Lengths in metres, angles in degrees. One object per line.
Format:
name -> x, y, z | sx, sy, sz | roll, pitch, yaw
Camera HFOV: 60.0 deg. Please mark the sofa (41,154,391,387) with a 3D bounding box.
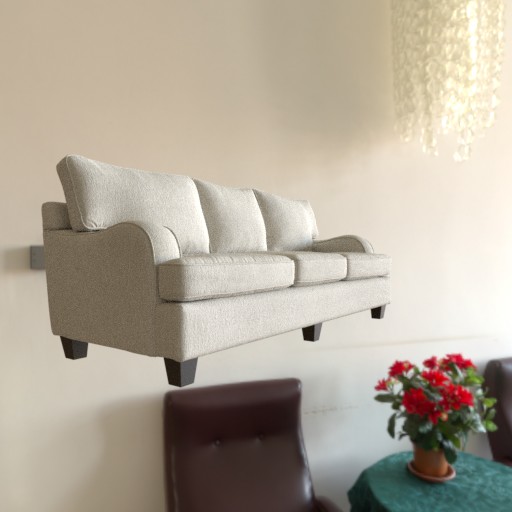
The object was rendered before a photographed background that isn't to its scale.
sofa -> 0.000, 0.000, 2.850 | 1.016, 0.991, 2.323 | 1, 1, 36
